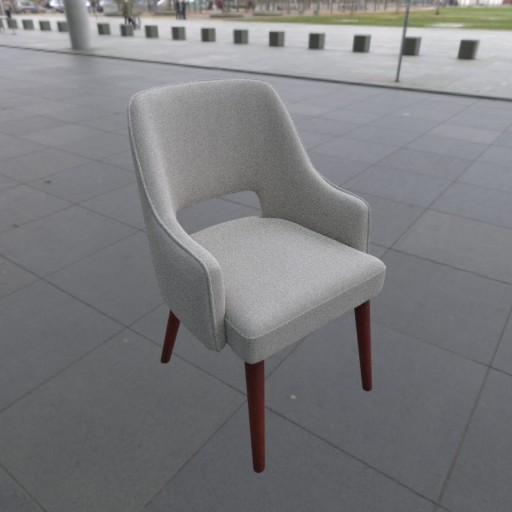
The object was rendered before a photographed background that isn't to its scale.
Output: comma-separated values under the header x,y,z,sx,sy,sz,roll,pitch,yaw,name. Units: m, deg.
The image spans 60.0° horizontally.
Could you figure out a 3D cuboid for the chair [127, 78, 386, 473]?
x,y,z,sx,sy,sz,roll,pitch,yaw,name
0.000,0.000,1.213,0.560,0.840,0.580,-22,37,-33,chair
